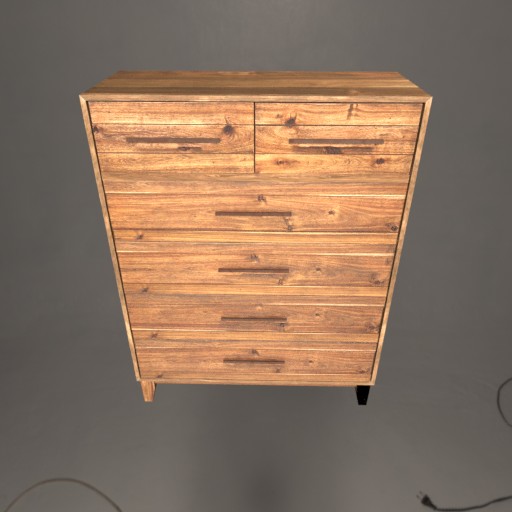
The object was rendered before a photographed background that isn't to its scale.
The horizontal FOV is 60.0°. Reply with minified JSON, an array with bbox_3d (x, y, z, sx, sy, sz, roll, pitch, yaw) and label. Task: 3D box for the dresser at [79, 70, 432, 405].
[{"bbox_3d":[0.000,0.000,1.876,1.062,1.393,0.442,1,32,1],"label":"dresser"}]
